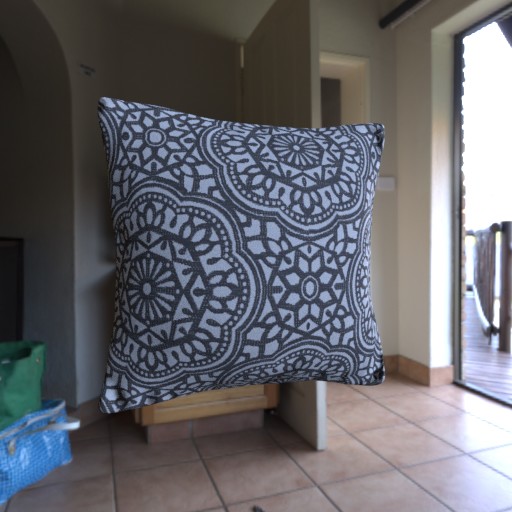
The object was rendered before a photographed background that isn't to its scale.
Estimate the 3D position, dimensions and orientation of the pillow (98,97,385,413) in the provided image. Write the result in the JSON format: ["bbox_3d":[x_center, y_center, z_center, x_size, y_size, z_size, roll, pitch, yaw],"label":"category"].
[{"bbox_3d":[0.000,0.000,0.645,0.436,0.417,0.148,0,1,-18],"label":"pillow"}]
